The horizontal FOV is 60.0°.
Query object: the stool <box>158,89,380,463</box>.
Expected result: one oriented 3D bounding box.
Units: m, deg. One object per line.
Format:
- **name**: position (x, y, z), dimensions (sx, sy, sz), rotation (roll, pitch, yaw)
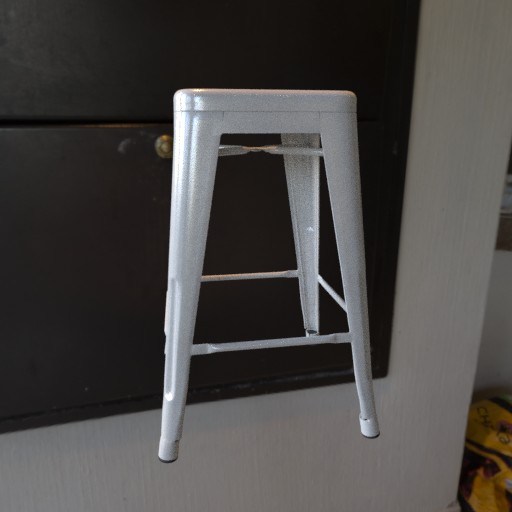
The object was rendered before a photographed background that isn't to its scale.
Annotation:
- **stool**: position (0.000, 0.000, 0.893), dimensions (0.406, 0.610, 0.406), rotation (-3, 16, -9)
